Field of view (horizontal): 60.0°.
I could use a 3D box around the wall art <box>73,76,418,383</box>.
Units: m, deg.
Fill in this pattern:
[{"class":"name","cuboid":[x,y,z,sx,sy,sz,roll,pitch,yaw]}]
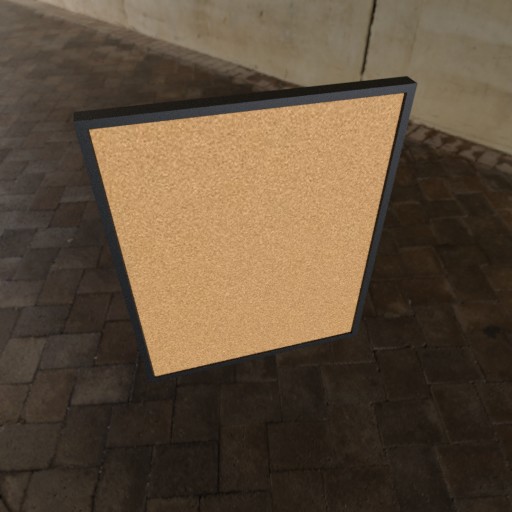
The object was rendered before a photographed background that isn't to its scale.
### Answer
[{"class":"wall art","cuboid":[0.000,0.000,0.766,0.457,0.559,0.029,-10,43,-11]}]
